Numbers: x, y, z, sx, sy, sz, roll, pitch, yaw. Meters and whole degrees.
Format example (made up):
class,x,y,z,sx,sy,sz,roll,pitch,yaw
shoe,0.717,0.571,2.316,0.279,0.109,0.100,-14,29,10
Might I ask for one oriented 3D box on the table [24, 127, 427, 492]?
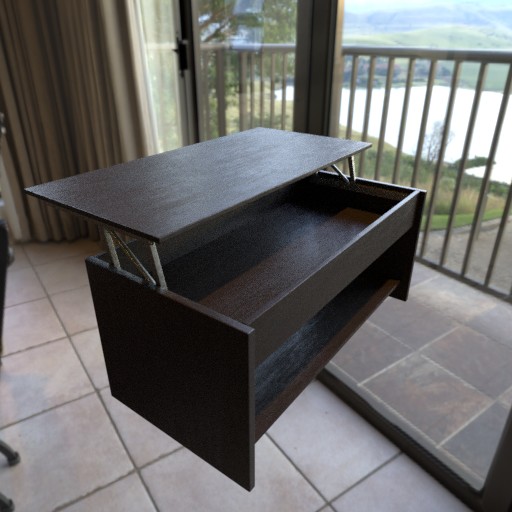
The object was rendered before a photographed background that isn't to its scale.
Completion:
class,x,y,z,sx,sy,sz,roll,pitch,yaw
table,0.000,0.000,1.412,0.712,0.570,1.000,19,32,32
